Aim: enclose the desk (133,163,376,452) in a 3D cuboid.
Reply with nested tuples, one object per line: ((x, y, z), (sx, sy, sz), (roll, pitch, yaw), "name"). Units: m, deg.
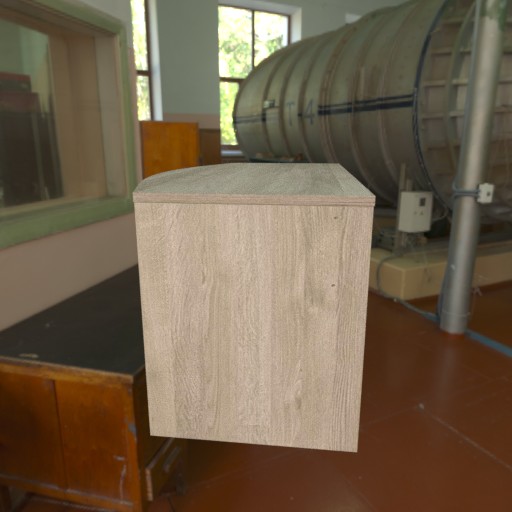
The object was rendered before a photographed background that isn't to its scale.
((0.000, 0.000, 2.022), (0.802, 0.752, 1.600), (2, 15, 7), "desk")
